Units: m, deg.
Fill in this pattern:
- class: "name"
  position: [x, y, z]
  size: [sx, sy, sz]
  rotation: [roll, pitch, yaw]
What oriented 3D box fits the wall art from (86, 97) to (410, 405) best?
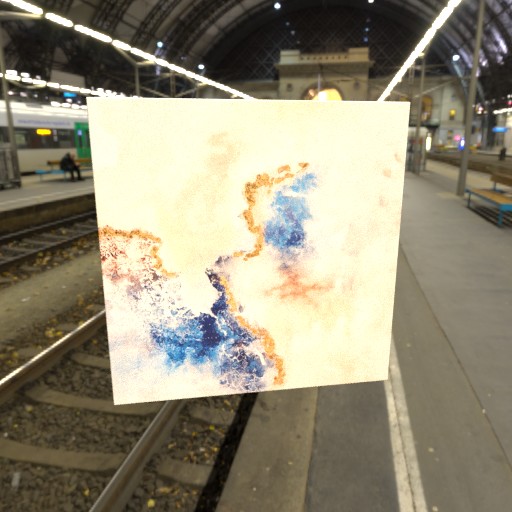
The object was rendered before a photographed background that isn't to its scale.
- class: "wall art"
  position: [0.000, 0.000, 1.598]
  size: [1.061, 1.061, 0.071]
  rotation: [-2, 15, -9]
